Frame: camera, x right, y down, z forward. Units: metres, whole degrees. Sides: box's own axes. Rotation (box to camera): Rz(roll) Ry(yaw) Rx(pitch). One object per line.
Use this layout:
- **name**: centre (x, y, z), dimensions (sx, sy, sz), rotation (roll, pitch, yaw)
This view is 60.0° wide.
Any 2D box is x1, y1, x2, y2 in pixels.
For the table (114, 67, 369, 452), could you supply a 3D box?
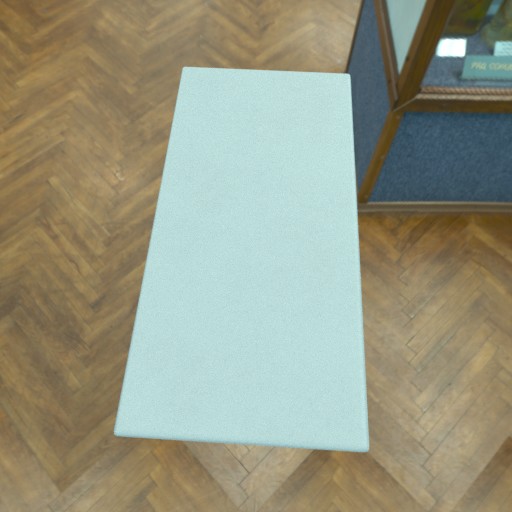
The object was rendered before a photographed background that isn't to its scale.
- **table**: centre (0.000, 0.000, 1.461), dimensions (0.580, 0.487, 1.171), rotation (3, 64, 2)
